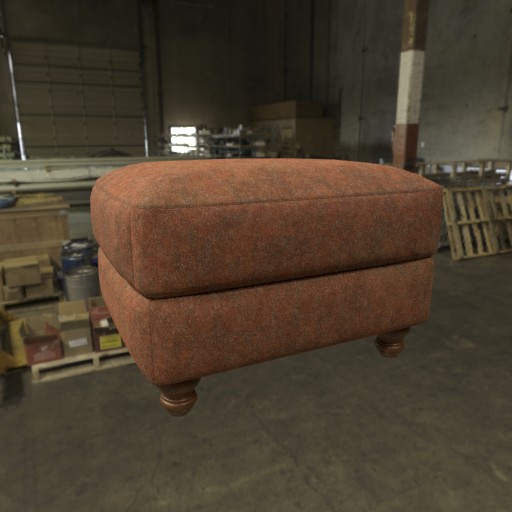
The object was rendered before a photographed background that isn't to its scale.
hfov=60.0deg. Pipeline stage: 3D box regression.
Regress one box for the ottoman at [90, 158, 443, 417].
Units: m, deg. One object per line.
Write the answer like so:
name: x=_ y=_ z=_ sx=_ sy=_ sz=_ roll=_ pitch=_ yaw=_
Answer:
ottoman: x=0.000 y=0.000 z=1.190 sx=0.787 sy=0.508 sz=0.635 roll=-7 pitch=16 yaw=-25
